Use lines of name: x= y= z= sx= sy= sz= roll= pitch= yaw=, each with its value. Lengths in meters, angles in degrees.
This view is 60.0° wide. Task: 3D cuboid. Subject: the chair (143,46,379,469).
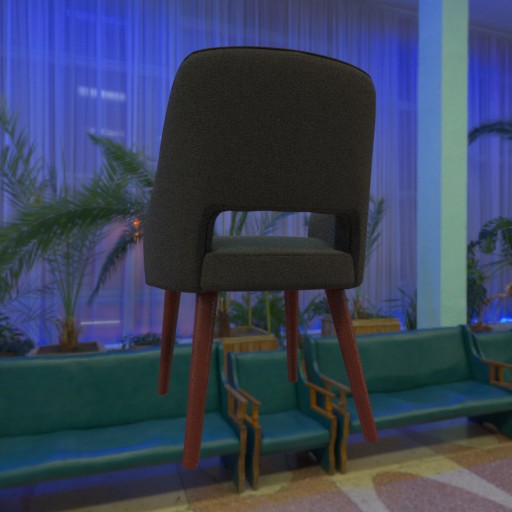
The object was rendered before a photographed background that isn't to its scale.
chair: x=0.000 y=0.000 z=1.156 sx=0.559 sy=0.838 sz=0.560 roll=0 pitch=0 yaw=-18
